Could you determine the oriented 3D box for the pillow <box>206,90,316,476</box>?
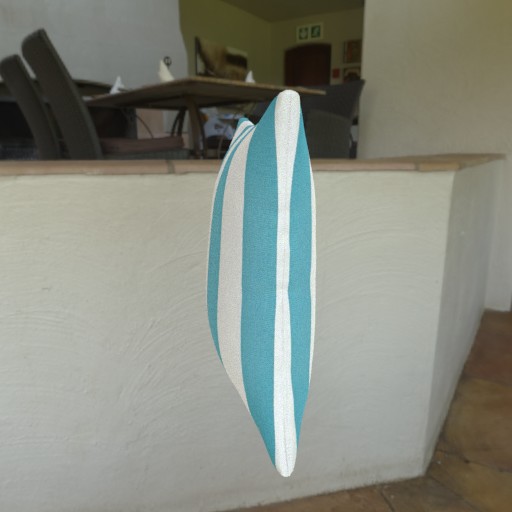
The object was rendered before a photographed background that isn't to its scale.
[{"bbox_3d":[0.000,0.000,0.824,0.189,0.526,0.536,-2,14,-9],"label":"pillow"}]
